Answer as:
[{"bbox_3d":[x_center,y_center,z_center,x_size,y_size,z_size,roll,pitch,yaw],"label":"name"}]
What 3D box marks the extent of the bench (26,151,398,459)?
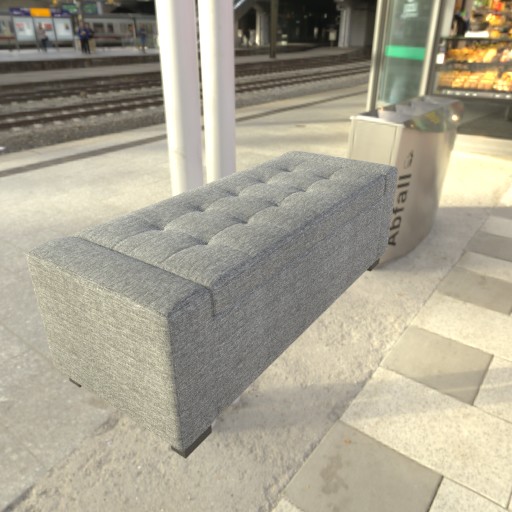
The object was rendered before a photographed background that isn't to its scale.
[{"bbox_3d":[0.000,0.000,1.531,0.508,0.445,1.296,18,32,31],"label":"bench"}]
